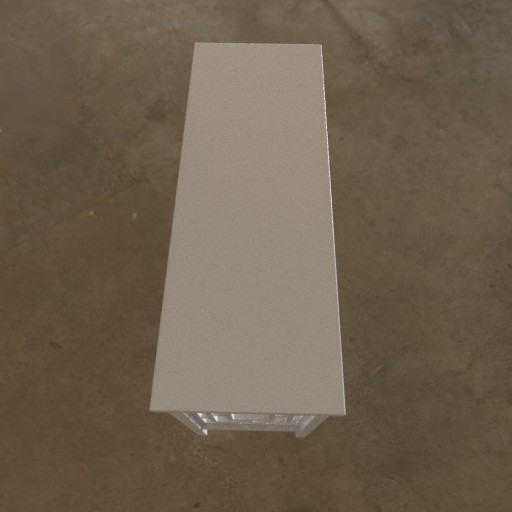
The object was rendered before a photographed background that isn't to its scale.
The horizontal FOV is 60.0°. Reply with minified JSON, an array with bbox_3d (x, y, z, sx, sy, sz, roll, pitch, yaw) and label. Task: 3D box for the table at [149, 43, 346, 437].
[{"bbox_3d":[0.000,0.000,1.445,0.397,0.753,1.068,1,63,1],"label":"table"}]
